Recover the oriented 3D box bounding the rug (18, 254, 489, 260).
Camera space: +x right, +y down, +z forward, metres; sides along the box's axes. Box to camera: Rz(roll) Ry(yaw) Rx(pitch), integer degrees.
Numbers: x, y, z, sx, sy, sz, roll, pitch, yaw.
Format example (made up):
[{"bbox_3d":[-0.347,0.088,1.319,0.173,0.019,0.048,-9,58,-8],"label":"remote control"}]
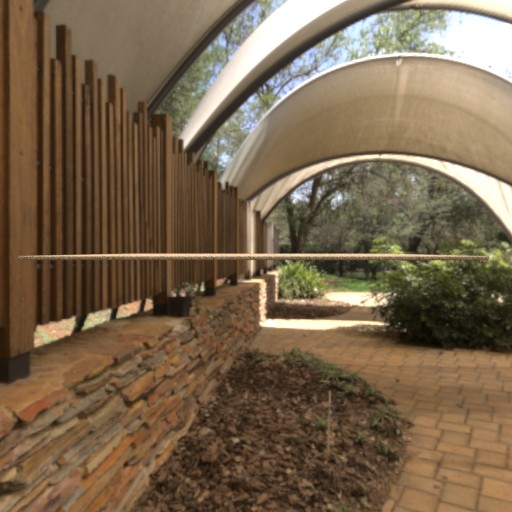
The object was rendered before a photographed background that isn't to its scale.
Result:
[{"bbox_3d":[0.000,0.000,4.018,3.000,0.025,2.400,0,1,2],"label":"rug"}]
